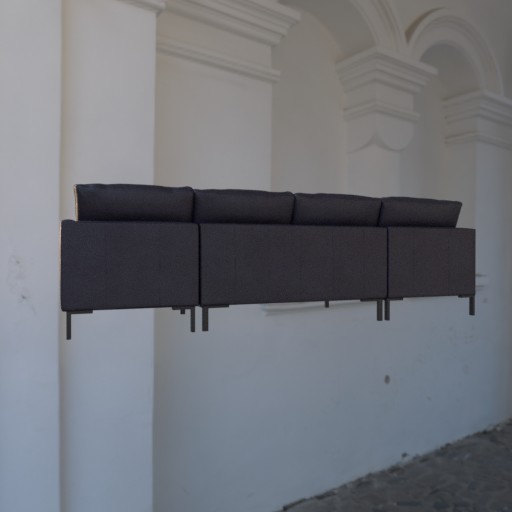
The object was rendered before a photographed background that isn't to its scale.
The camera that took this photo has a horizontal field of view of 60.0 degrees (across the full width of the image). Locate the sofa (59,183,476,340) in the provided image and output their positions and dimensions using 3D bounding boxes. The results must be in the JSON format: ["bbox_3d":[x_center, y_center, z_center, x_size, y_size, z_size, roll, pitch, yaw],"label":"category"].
[{"bbox_3d":[0.000,0.000,3.799,2.956,0.900,1.939,0,1,-19],"label":"sofa"}]
